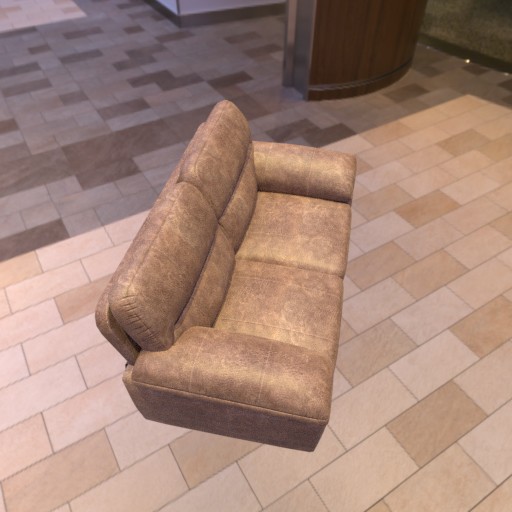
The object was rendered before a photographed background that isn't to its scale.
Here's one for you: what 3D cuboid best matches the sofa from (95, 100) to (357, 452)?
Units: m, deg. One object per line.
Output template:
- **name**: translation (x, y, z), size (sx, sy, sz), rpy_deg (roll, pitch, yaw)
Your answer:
- **sofa**: translation (0.000, 0.000, 2.394), size (0.991, 0.991, 1.753), rpy_deg (9, 47, 8)
